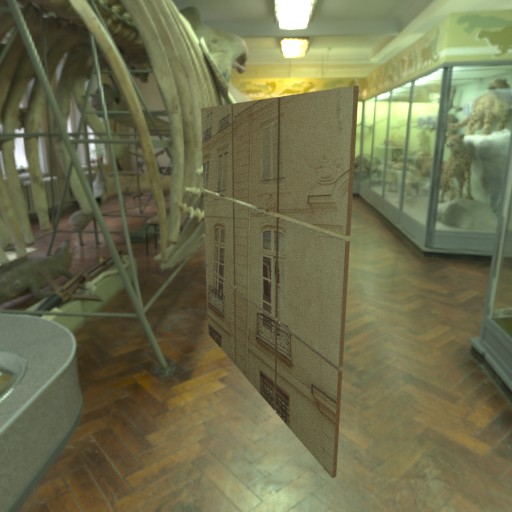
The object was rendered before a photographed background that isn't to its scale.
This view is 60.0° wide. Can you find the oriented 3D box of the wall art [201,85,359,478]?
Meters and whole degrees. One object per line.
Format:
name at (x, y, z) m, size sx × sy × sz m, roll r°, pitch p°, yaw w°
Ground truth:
wall art at (0.000, 0.000, 1.838) m, size 0.024 × 1.218 × 1.221 m, roll -7°, pitch 17°, yaw -25°
